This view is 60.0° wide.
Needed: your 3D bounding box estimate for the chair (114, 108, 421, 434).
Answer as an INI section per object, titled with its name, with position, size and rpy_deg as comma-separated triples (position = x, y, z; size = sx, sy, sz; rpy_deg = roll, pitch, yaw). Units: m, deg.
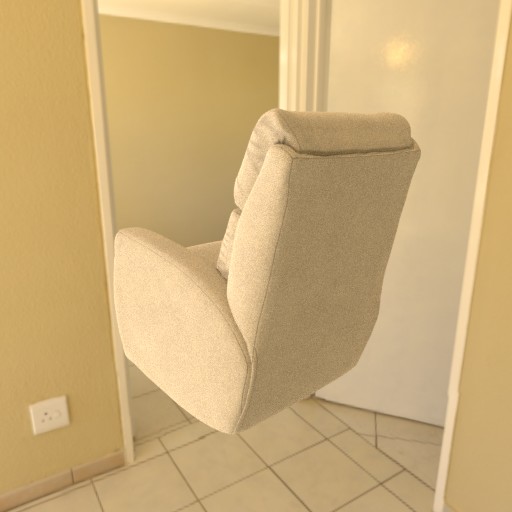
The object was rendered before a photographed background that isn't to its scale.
[chair]
position = 0.000, 0.000, 1.664
size = 0.794, 1.021, 0.940
rpy_deg = -14, 21, -40
